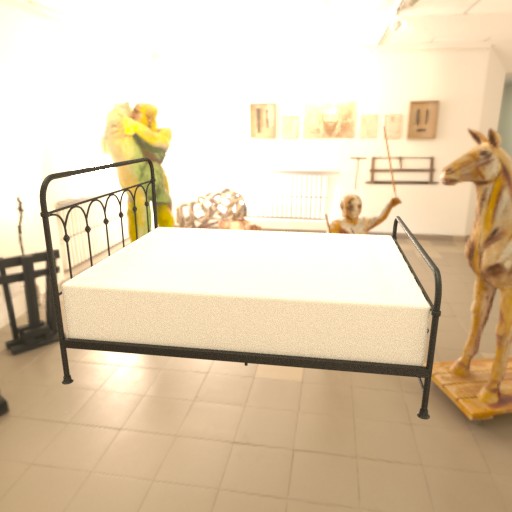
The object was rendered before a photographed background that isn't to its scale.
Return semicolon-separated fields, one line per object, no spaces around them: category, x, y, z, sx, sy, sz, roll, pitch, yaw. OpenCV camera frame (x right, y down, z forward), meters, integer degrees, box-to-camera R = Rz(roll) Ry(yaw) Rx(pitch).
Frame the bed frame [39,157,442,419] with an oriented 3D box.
bed frame;0.000;0.000;3.191;2.203;1.276;1.664;3;17;9
